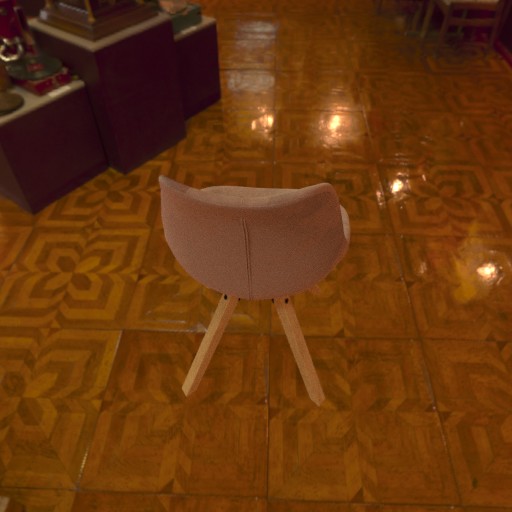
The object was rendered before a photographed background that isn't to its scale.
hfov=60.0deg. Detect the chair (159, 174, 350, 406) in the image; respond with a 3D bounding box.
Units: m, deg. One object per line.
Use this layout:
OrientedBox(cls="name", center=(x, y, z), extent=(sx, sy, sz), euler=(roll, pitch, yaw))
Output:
OrientedBox(cls="chair", center=(0.000, 0.000, 1.180), extent=(0.485, 0.850, 0.550), euler=(3, 47, 3))
